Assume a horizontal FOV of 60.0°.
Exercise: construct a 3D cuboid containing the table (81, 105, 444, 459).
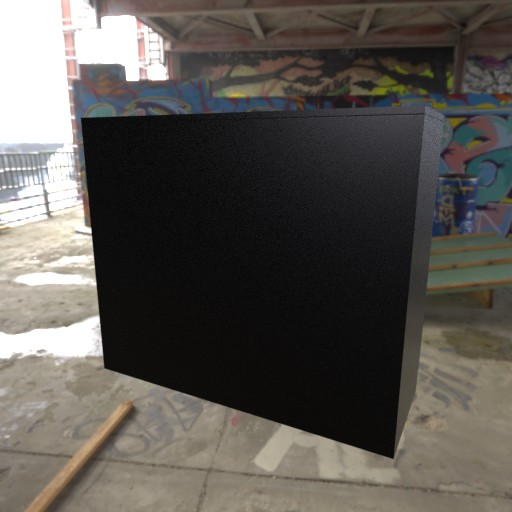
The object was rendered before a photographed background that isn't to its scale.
[{"bbox_3d":[0.000,0.000,1.316,0.930,0.790,0.380,7,16,27],"label":"table"}]
